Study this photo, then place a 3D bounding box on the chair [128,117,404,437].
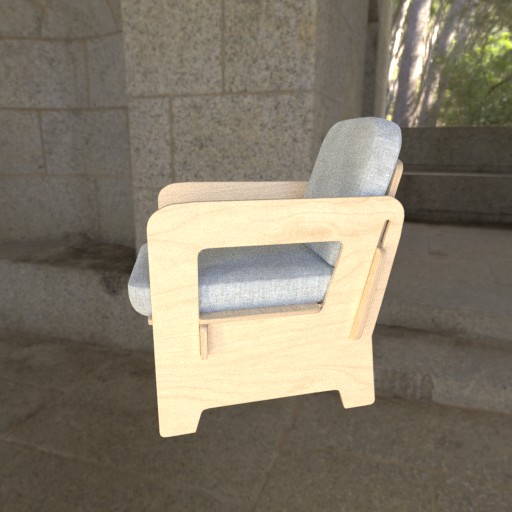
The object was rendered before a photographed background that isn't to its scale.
[{"bbox_3d":[0.000,0.000,1.339,0.710,0.800,0.590,-2,14,-9],"label":"chair"}]
